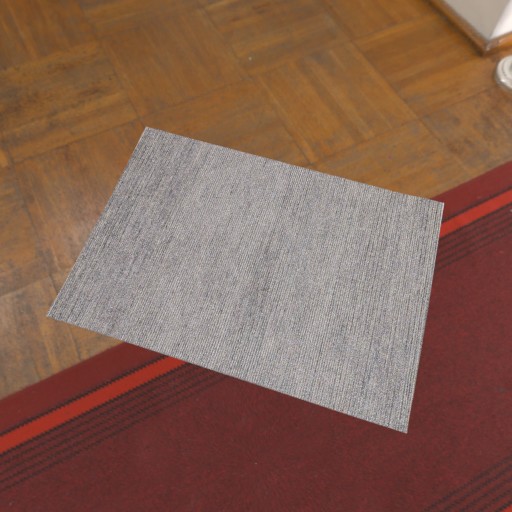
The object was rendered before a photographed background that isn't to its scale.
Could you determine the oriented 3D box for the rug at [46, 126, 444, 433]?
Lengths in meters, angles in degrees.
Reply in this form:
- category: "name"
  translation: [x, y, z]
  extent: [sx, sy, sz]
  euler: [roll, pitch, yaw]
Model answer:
- category: "rug"
  translation: [0.000, 0.000, 2.972]
  extent: [2.307, 0.030, 1.604]
  euler: [16, 66, 7]
